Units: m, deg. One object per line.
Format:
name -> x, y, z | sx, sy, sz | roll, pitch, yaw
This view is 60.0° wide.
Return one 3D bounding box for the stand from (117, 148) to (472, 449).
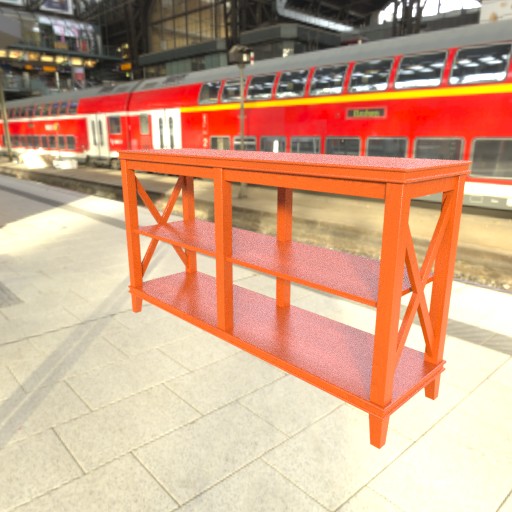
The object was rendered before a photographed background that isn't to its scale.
stand -> 0.000, 0.000, 1.706 | 0.381, 0.762, 1.372 | -15, 21, -42
